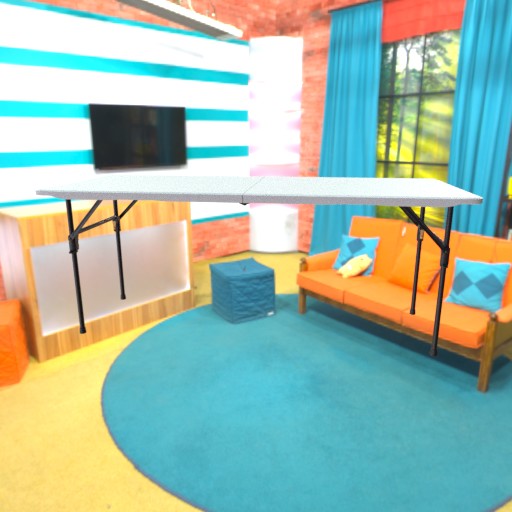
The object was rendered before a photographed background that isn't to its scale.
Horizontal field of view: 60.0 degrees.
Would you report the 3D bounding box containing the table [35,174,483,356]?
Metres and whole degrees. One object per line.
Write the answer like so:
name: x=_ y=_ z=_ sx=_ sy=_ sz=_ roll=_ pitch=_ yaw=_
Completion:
table: x=0.000 y=0.000 z=2.214 sx=1.829 sy=0.719 sz=0.761 roll=2 pitch=16 yaw=8
